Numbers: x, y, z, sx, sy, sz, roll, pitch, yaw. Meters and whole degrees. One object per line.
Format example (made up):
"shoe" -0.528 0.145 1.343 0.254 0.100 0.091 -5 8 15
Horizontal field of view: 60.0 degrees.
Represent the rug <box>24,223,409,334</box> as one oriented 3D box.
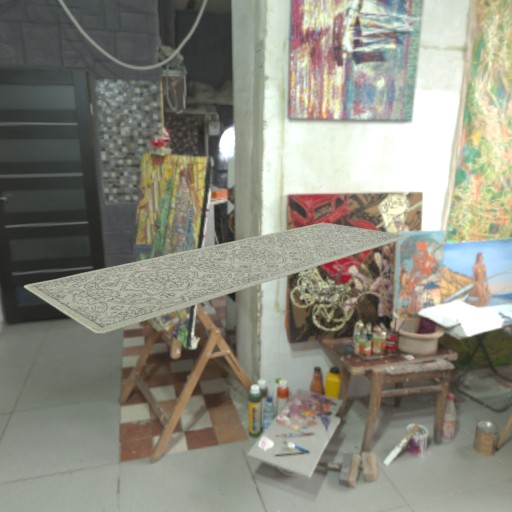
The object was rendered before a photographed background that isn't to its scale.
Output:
"rug" 0.000 0.000 2.720 0.806 0.006 2.431 14 20 43
